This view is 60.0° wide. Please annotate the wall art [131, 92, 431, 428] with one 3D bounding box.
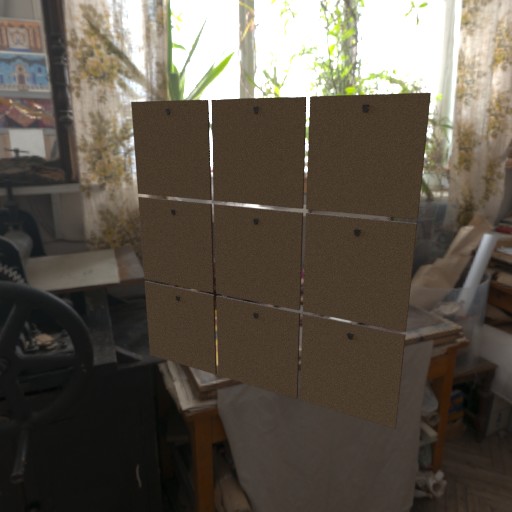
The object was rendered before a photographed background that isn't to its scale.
[{"bbox_3d":[0.000,0.000,2.278,1.533,1.532,0.019,9,19,27],"label":"wall art"}]
